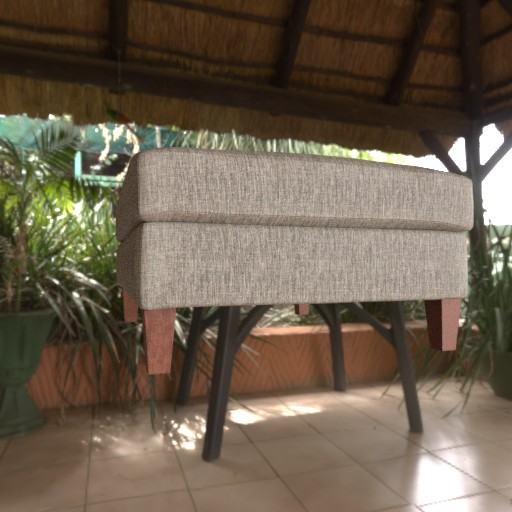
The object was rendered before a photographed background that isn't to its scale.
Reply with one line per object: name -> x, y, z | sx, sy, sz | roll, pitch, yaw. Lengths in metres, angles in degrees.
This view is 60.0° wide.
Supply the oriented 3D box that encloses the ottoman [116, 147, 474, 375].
ottoman -> 0.000, 0.000, 1.424 | 0.839, 0.492, 0.994 | 0, -1, -19
